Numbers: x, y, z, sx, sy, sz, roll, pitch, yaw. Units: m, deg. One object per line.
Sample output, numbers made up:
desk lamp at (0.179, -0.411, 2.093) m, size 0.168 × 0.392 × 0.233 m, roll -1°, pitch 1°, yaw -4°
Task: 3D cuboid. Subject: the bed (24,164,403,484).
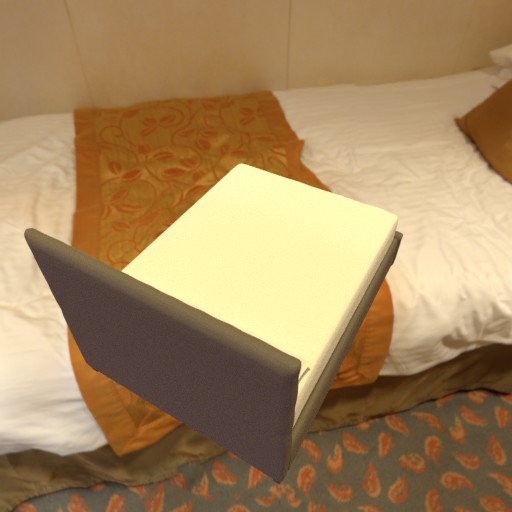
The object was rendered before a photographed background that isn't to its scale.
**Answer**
bed at (0.000, 0.000, 3.281) m, size 1.696 × 1.426 × 2.233 m, roll 23°, pitch 49°, yaw 21°
